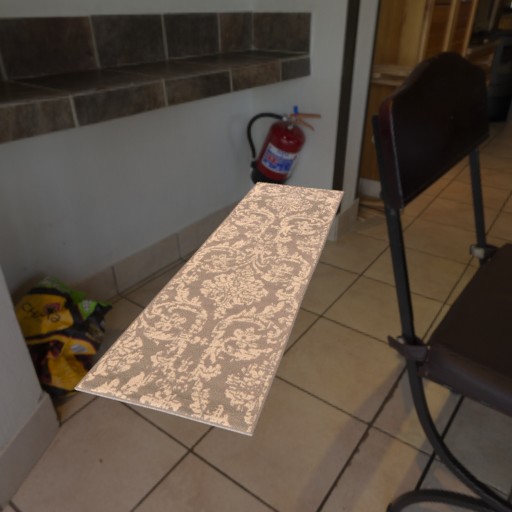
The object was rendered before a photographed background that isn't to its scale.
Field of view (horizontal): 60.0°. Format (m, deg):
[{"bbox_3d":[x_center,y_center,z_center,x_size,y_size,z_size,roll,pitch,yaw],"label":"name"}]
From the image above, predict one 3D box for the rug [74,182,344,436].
[{"bbox_3d":[0.000,0.000,2.388,0.662,0.011,2.196,9,31,15],"label":"rug"}]
